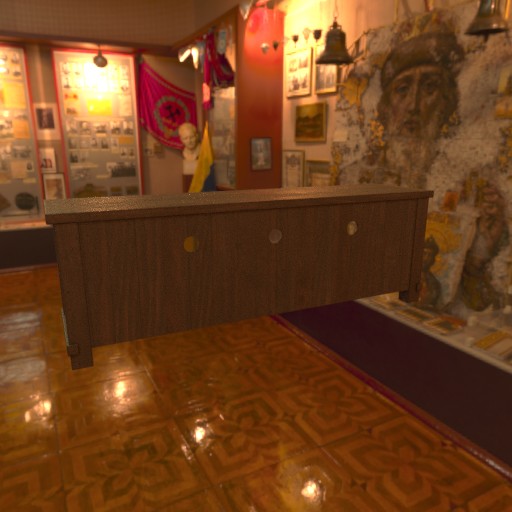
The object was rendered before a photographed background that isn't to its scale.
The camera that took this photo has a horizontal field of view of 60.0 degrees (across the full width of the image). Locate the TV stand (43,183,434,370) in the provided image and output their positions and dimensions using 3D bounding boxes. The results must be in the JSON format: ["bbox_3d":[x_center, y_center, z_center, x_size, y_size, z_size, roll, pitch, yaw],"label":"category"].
[{"bbox_3d":[0.000,0.000,2.223,1.866,0.615,0.471,-7,16,-25],"label":"TV stand"}]
